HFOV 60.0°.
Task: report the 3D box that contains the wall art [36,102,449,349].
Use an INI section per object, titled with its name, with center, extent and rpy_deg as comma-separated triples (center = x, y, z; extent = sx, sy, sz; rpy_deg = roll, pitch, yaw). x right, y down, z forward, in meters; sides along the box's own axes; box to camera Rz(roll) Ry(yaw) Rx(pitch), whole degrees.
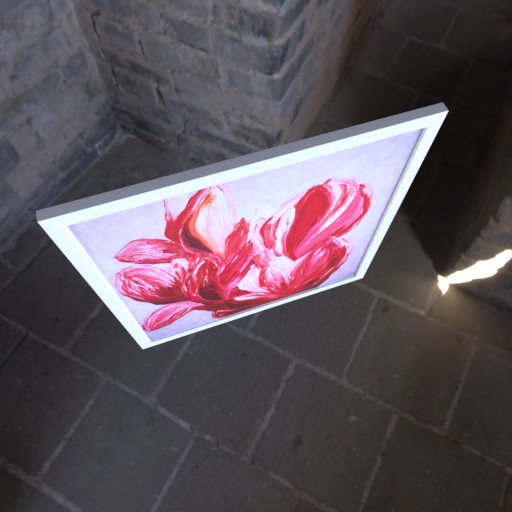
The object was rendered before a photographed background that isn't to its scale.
[wall art]
center = 0.000, 0.000, 0.977
extent = 0.664, 0.661, 0.020
rpy_deg = -17, 64, -9
